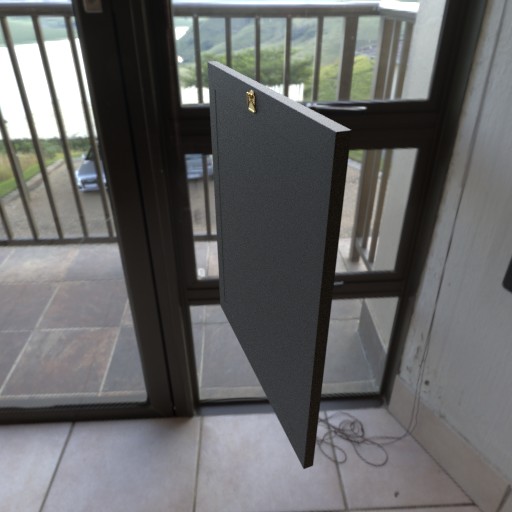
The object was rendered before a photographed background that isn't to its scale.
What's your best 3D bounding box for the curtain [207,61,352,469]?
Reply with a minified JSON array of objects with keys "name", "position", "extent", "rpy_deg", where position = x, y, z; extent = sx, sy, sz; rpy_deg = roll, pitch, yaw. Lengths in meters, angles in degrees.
[{"name":"curtain","position":[0.000,0.000,0.803],"extent":[0.027,0.585,0.483],"rpy_deg":[-12,34,-18]}]
